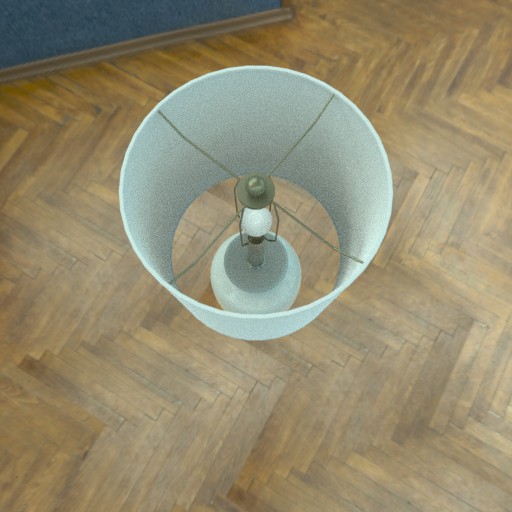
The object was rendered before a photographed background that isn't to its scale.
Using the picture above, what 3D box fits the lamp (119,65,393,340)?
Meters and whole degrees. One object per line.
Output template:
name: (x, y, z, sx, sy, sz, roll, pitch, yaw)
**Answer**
lamp: (0.000, 0.000, 0.493, 0.188, 0.392, 0.188, -12, 75, -3)
